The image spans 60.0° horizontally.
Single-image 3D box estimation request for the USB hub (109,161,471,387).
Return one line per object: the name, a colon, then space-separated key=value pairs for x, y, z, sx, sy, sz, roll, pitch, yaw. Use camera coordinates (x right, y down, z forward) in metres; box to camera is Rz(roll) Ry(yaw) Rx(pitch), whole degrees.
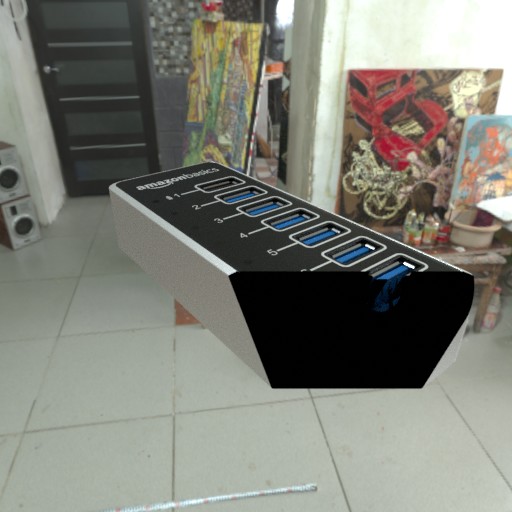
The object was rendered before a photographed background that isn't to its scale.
USB hub: x=0.000 y=0.000 z=0.129 sx=0.044 sy=0.023 sz=0.110 roll=-21 pitch=36 yaw=-32
